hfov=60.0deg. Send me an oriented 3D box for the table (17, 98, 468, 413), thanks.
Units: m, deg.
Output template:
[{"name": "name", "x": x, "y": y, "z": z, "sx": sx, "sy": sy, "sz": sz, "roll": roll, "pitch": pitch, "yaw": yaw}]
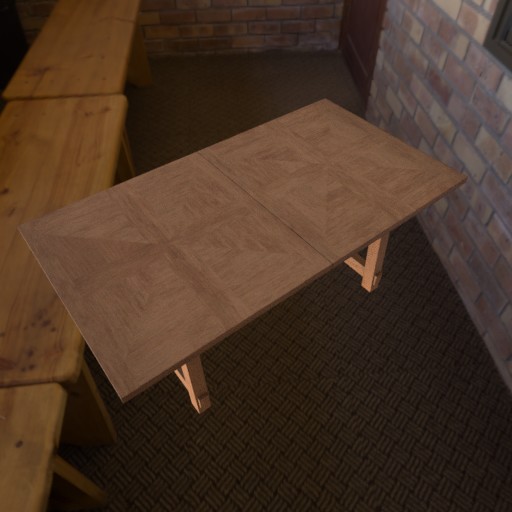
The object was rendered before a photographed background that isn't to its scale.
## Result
[{"name": "table", "x": 0.000, "y": 0.000, "z": 2.359, "sx": 1.881, "sy": 0.768, "sz": 1.016, "roll": -30, "pitch": 54, "yaw": -25}]
